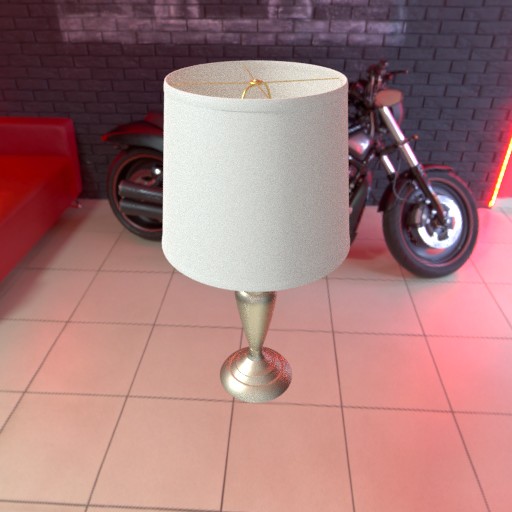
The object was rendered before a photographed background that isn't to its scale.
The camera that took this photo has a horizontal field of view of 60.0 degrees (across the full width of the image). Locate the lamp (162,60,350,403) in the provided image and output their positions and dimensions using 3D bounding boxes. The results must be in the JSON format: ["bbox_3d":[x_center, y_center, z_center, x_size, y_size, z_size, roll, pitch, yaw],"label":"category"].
[{"bbox_3d":[0.000,0.000,0.810,0.328,0.619,0.328,0,33,0],"label":"lamp"}]
